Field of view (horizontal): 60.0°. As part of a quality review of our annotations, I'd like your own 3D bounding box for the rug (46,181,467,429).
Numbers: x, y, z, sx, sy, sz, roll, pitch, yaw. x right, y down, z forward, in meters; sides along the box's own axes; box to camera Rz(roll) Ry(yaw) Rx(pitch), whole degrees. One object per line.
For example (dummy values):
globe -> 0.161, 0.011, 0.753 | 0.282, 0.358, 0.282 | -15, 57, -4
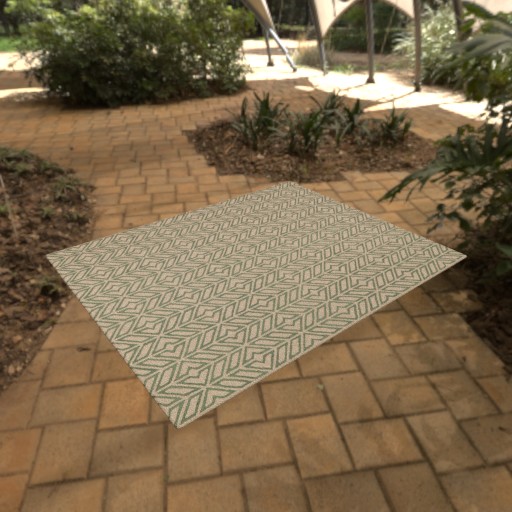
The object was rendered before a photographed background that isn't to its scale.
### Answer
rug -> 0.000, 0.000, 4.095 | 3.050, 0.017, 2.441 | -22, 37, -32
